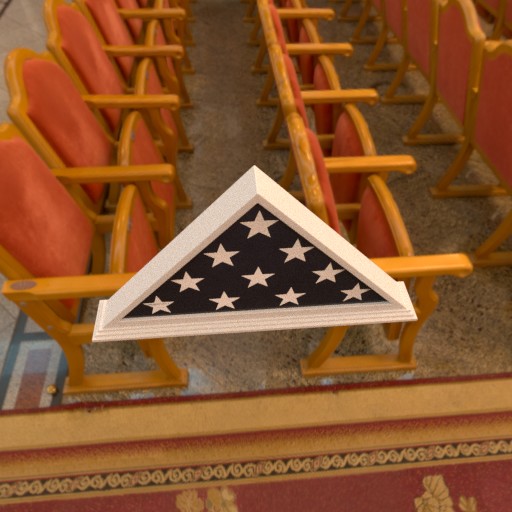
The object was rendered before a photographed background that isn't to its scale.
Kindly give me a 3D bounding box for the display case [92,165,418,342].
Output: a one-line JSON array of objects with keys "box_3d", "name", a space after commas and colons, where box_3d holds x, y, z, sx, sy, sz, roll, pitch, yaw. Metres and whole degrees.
[{"box_3d": [0.000, 0.000, 0.776, 0.640, 0.340, 0.095, -3, 49, -3], "name": "display case"}]
